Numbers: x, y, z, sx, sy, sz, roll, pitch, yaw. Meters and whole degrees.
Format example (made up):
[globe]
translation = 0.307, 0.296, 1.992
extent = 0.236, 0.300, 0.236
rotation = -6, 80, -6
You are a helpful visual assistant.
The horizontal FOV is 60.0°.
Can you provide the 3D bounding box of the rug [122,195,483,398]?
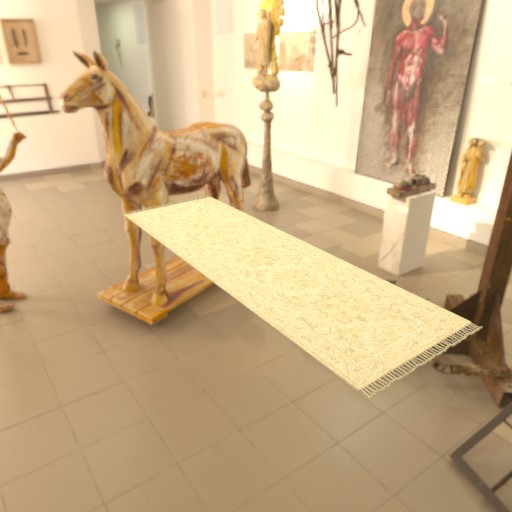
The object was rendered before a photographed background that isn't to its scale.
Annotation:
[rug]
translation = 0.000, 0.000, 2.813
extent = 0.795, 0.015, 2.544
rotation = -17, 30, -32
